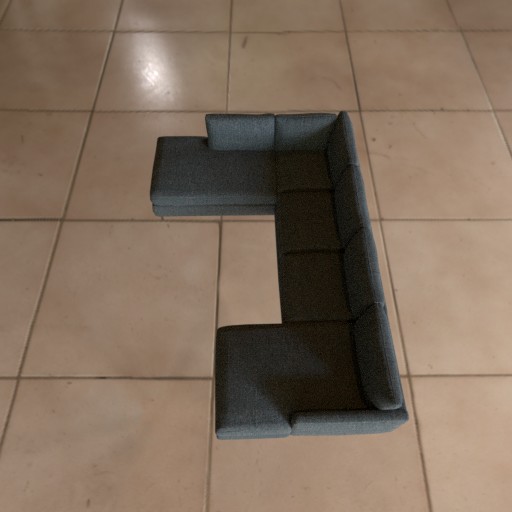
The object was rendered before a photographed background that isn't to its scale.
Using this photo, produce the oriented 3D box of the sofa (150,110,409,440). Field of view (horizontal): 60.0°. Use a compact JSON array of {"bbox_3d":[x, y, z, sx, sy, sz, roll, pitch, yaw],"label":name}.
[{"bbox_3d":[0.000,0.000,3.615,1.879,0.753,2.737,-1,59,-1],"label":"sofa"}]
